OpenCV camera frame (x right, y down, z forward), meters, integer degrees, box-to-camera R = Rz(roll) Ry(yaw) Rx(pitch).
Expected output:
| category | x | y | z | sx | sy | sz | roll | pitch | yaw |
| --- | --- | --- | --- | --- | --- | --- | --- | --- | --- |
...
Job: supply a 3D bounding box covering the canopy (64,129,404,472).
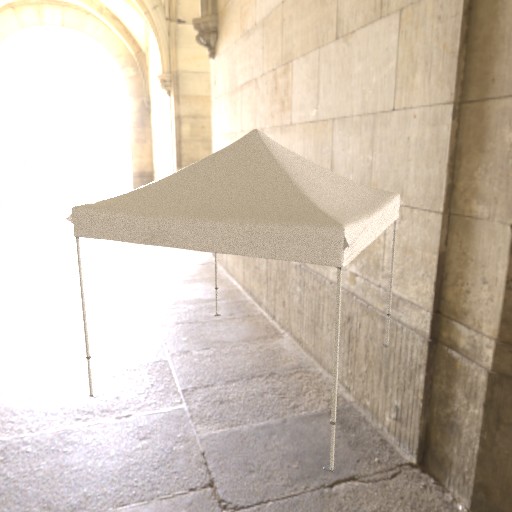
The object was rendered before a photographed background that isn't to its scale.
| category | x | y | z | sx | sy | sz | roll | pitch | yaw |
| --- | --- | --- | --- | --- | --- | --- | --- | --- | --- |
| canopy | 0.000 | 0.000 | 5.428 | 2.996 | 2.998 | 2.994 | 6 | 15 | 25 |
